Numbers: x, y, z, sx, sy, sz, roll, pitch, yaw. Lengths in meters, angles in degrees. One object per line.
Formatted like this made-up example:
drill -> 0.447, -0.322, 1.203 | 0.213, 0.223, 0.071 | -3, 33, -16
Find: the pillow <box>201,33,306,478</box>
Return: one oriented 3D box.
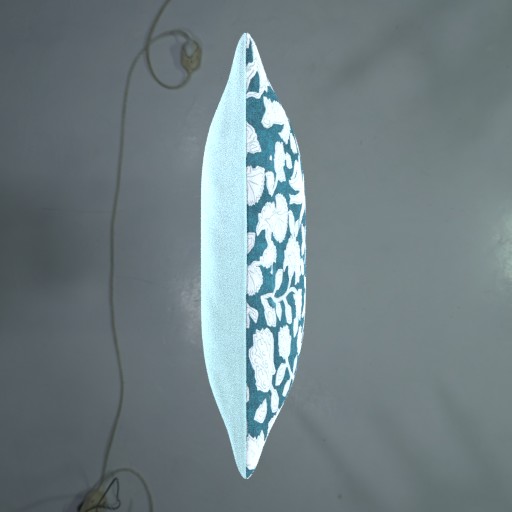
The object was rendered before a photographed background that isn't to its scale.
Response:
pillow -> 0.000, 0.000, 0.769 | 0.166, 0.508, 0.525 | 0, 90, 2
